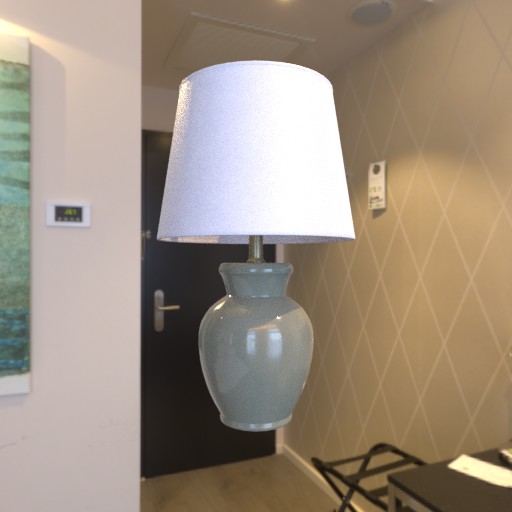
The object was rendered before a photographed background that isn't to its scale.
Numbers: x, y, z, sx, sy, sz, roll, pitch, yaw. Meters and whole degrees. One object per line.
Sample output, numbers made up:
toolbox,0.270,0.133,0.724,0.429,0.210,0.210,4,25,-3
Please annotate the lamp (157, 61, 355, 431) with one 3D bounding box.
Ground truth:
lamp,0.000,0.000,0.547,0.239,0.399,0.239,0,-1,0
